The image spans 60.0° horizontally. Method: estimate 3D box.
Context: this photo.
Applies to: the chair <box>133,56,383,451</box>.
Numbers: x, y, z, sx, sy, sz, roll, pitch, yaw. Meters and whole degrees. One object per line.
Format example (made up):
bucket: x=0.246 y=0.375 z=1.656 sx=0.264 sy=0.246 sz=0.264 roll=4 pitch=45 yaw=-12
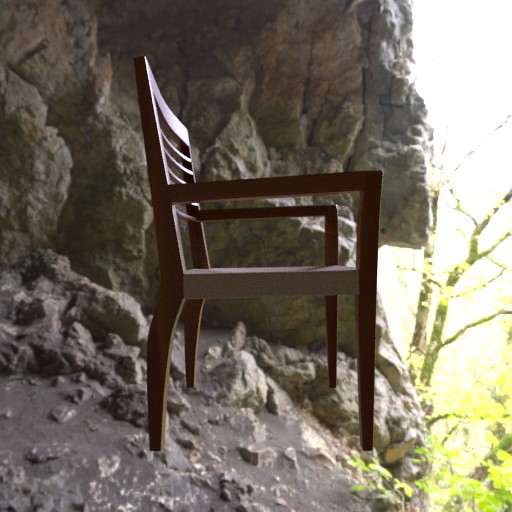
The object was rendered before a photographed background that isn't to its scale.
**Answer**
chair: x=0.000 y=0.000 z=1.221 sx=0.540 sy=0.855 sz=0.587 roll=0 pitch=0 yaw=1
